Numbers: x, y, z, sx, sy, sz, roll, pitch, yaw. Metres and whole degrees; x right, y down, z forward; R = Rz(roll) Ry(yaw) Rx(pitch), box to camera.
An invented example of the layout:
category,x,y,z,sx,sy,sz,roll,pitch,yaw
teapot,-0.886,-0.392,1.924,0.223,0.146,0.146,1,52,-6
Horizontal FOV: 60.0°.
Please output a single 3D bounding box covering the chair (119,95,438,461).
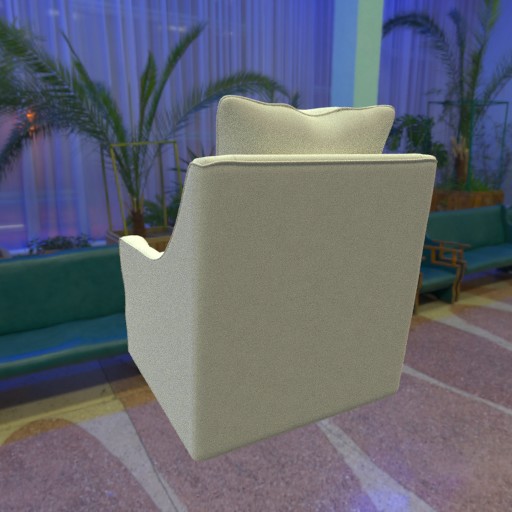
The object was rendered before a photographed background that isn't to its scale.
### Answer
category,x,y,z,sx,sy,sz,roll,pitch,yaw
chair,0.000,0.000,1.540,0.756,0.965,0.876,-7,15,-28
